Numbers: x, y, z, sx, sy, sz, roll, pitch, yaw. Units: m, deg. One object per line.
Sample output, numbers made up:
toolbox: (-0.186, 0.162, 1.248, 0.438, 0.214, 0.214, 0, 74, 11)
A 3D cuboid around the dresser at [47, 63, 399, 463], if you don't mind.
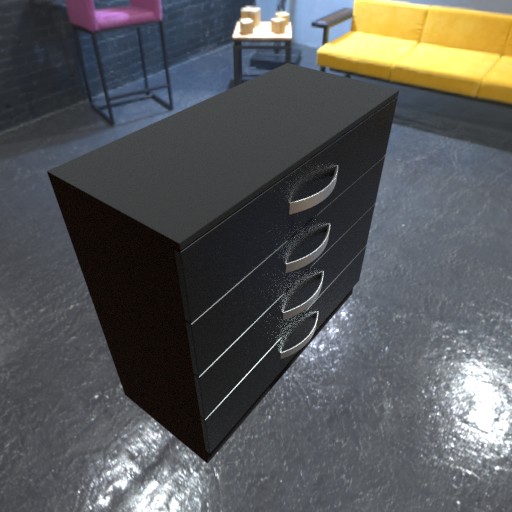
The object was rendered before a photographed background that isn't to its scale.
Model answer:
dresser: (0.000, 0.000, 1.163, 0.360, 0.720, 0.750, 27, 48, 28)
